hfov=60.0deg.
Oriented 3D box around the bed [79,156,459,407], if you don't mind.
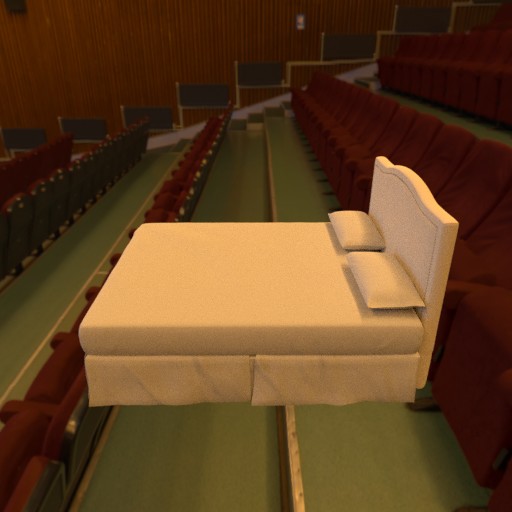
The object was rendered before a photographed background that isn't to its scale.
[{"bbox_3d":[0.000,0.000,3.718,2.477,1.437,1.977,0,26,0],"label":"bed"}]
